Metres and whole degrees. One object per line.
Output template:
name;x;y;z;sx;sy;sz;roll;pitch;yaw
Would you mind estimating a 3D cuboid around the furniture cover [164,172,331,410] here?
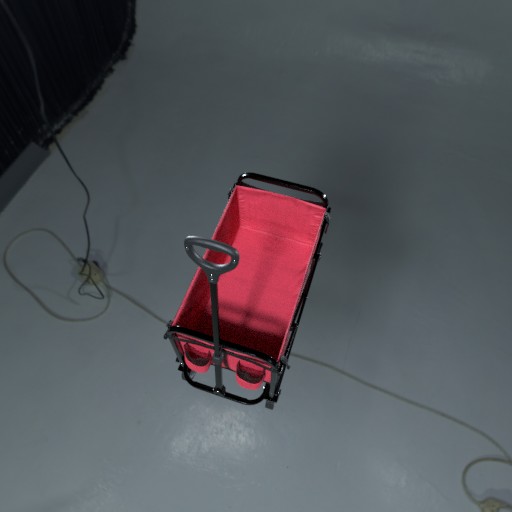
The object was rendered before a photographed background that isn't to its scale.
furniture cover;0.000;0.000;1.878;0.532;1.295;1.038;16;60;9
